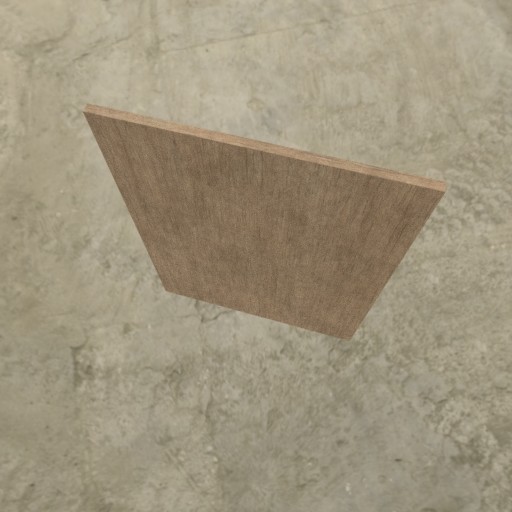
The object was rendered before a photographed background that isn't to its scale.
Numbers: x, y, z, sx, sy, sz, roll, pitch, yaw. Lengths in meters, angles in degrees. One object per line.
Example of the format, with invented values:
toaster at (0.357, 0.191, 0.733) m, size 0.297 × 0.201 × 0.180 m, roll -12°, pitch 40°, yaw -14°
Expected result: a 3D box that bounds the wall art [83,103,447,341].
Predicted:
wall art at (0.000, 0.000, 0.936) m, size 0.534 × 0.686 × 0.018 m, roll 14°, pitch 63°, yaw 7°
